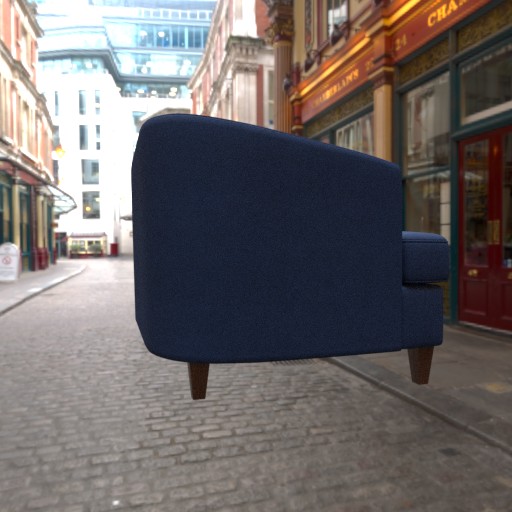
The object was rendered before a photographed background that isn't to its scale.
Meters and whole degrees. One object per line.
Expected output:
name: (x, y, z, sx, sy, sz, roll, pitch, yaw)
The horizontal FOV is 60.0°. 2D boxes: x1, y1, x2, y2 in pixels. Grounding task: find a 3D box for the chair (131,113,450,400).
chair: (0.000, 0.000, 1.729, 0.914, 0.787, 1.118, 0, 1, -18)
